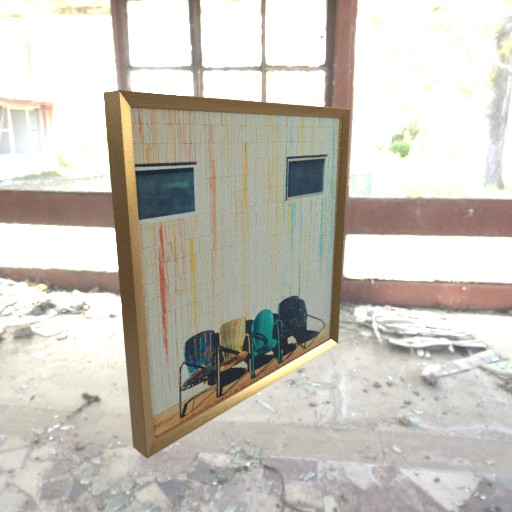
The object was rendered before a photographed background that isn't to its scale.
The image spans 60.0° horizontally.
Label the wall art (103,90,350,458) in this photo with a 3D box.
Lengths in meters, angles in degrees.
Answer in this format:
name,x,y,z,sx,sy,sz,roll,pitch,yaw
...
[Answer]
name,x,y,z,sx,sy,sz,roll,pitch,yaw
wall art,0.000,0.000,0.769,0.037,0.505,0.505,14,20,41
